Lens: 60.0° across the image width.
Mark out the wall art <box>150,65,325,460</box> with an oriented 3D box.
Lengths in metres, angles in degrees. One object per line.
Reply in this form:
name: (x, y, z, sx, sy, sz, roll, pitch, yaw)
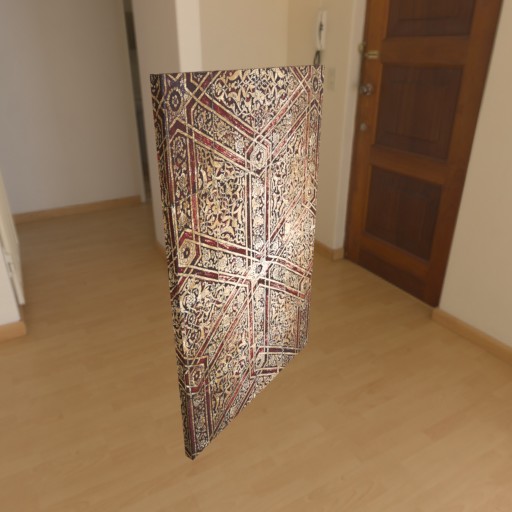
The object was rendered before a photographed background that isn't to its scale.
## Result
wall art: (0.000, 0.000, 0.768, 0.020, 0.599, 0.397, 16, 30, 31)
